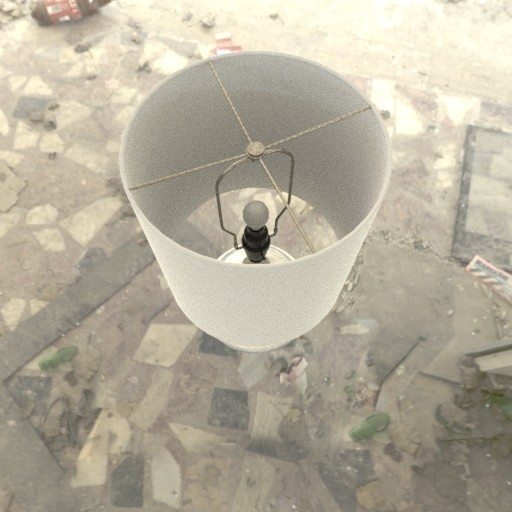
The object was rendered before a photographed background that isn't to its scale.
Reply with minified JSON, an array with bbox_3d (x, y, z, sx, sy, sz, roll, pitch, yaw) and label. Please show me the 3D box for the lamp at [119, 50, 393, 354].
[{"bbox_3d":[0.000,0.000,0.534,0.216,0.404,0.216,34,68,15],"label":"lamp"}]
